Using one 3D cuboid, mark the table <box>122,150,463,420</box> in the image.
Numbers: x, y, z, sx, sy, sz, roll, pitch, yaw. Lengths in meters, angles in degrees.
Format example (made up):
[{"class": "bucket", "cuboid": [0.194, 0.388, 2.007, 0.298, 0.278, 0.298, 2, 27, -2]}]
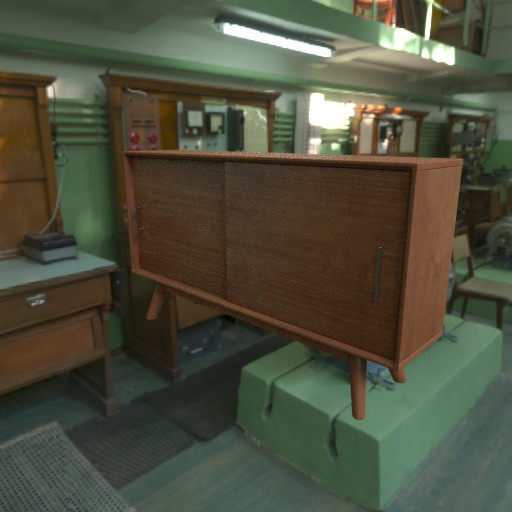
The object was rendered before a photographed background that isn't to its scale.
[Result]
[{"class": "table", "cuboid": [0.000, 0.000, 1.557, 1.220, 0.698, 0.308, 14, 20, 41]}]
